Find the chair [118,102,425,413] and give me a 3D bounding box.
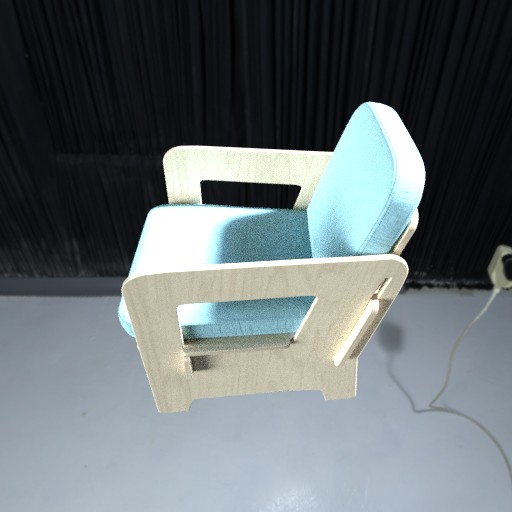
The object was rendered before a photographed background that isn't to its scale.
[{"bbox_3d":[0.000,0.000,1.285,0.710,0.800,0.590,0,41,0],"label":"chair"}]
